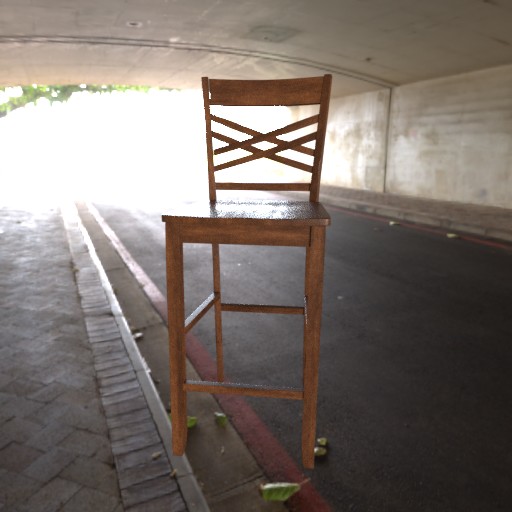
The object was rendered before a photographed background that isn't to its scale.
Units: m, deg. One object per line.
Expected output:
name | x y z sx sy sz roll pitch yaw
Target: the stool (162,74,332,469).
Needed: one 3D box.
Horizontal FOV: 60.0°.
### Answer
stool | 0.000 0.000 1.365 0.433 1.105 0.487 2 14 8
